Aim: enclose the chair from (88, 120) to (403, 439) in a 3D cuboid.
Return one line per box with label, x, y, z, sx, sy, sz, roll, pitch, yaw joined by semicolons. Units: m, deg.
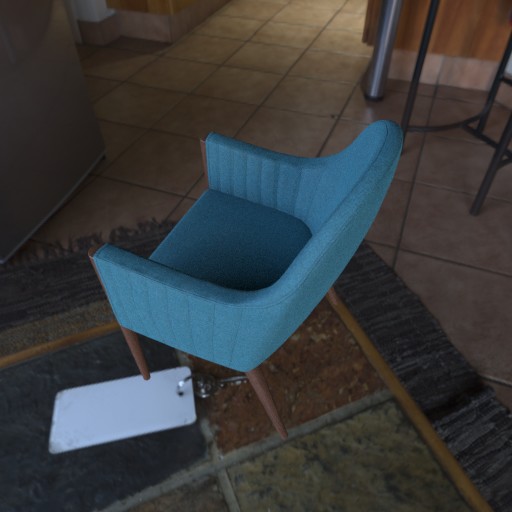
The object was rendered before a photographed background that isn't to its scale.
chair;0.000;0.000;1.322;0.652;0.907;0.656;17;48;16
